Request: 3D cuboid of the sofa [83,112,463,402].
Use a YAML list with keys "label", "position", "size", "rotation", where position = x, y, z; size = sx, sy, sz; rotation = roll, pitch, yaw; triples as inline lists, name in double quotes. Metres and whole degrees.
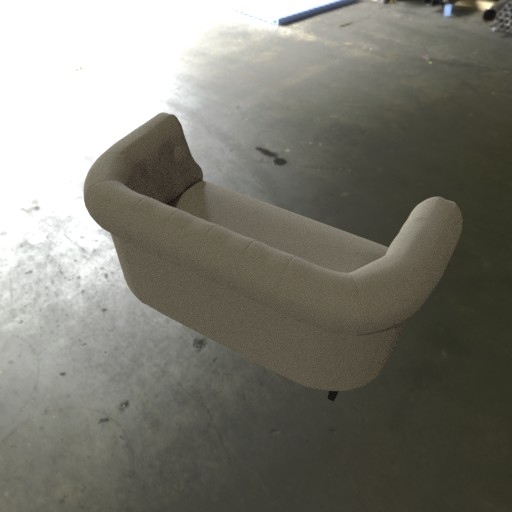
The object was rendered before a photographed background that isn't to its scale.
- label: "sofa"
  position: [0.000, 0.000, 2.068]
  size: [1.558, 0.827, 0.835]
  rotation: [23, 49, 21]
